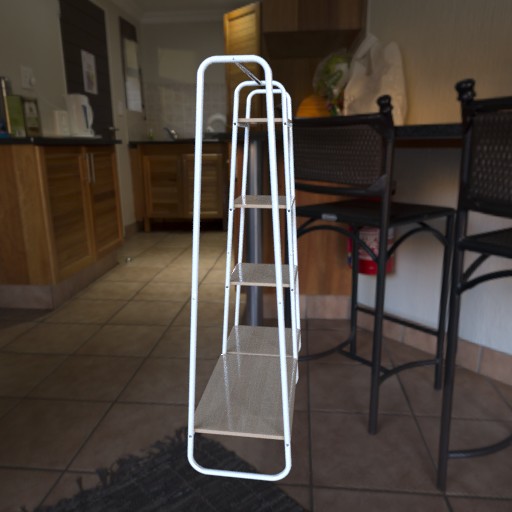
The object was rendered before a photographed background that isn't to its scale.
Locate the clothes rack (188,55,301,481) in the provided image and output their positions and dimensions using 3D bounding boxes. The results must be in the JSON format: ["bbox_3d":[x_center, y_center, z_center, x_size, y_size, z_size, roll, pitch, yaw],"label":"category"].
[{"bbox_3d":[0.000,0.000,1.987,0.400,1.500,1.011,2,15,7],"label":"clothes rack"}]
